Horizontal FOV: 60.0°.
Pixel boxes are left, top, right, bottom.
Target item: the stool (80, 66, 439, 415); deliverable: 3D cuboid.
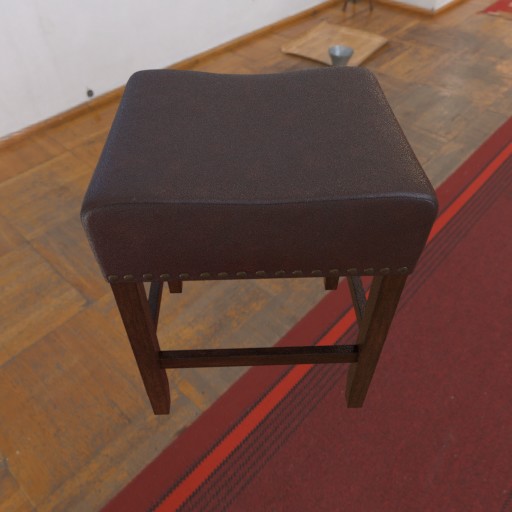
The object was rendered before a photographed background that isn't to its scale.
[{"bbox_3d":[0.000,0.000,0.895,0.465,0.608,0.397,-2,46,-1],"label":"stool"}]
